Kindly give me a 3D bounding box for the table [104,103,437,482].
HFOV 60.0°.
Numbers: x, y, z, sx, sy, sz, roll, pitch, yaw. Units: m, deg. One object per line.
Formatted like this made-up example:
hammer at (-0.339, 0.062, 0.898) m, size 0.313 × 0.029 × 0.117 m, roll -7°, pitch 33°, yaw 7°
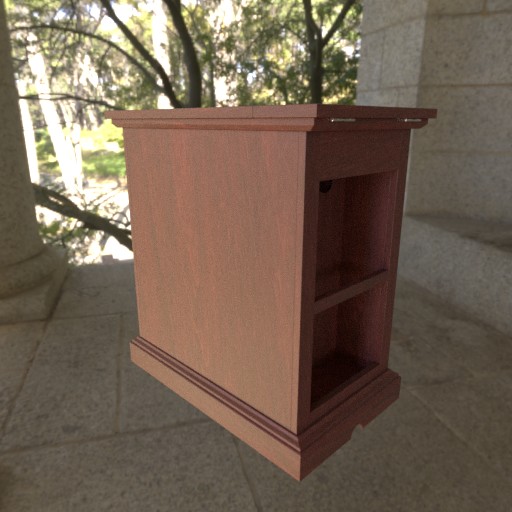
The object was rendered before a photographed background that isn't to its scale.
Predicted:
table at (0.000, 0.000, 0.978) m, size 0.356 × 0.612 × 0.584 m, roll -16°, pitch 23°, yaw -42°
